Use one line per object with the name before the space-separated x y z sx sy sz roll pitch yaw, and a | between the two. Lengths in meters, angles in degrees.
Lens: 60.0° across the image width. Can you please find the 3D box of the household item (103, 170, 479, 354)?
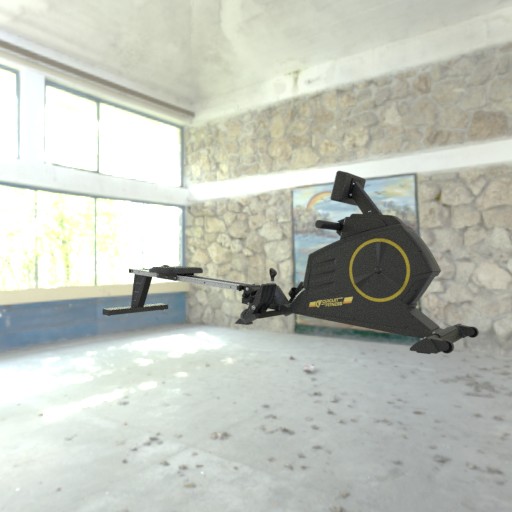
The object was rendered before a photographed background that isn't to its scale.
household item | 0.000 0.000 2.564 2.251 0.810 0.521 -1 -1 37
